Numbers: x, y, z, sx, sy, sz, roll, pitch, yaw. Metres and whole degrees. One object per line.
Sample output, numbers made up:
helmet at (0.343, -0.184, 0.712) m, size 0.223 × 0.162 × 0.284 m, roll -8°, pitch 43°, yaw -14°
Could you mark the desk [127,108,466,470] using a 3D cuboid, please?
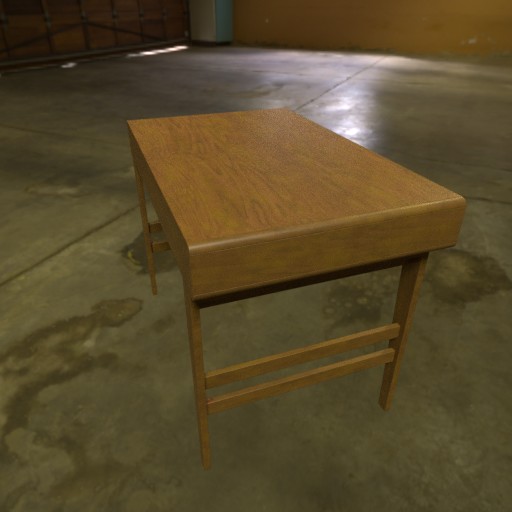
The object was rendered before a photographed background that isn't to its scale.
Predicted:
desk at (0.000, 0.000, 1.548) m, size 0.660 × 0.754 × 1.066 m, roll -11°, pitch 32°, yaw -17°
